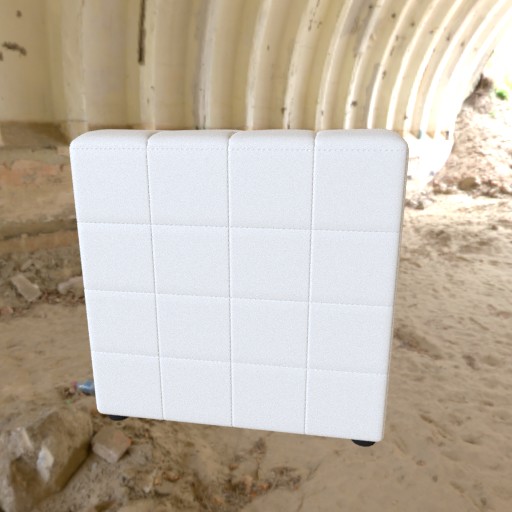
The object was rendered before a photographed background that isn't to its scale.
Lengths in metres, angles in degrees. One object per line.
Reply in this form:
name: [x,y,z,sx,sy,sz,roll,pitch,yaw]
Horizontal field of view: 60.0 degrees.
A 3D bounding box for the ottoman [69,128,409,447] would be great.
ottoman: [0.000,0.000,0.789,0.425,0.432,0.425,2,15,9]
